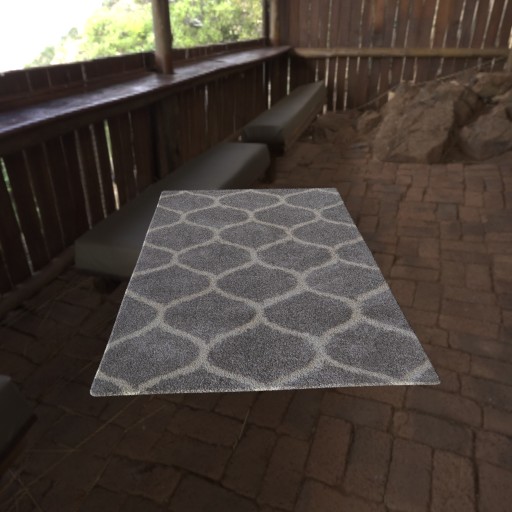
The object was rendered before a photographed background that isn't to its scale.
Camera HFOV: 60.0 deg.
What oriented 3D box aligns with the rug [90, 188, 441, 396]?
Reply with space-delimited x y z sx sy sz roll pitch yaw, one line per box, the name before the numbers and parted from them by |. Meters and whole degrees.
rug | 0.000 0.000 3.415 1.801 0.026 2.701 -1 30 -2
